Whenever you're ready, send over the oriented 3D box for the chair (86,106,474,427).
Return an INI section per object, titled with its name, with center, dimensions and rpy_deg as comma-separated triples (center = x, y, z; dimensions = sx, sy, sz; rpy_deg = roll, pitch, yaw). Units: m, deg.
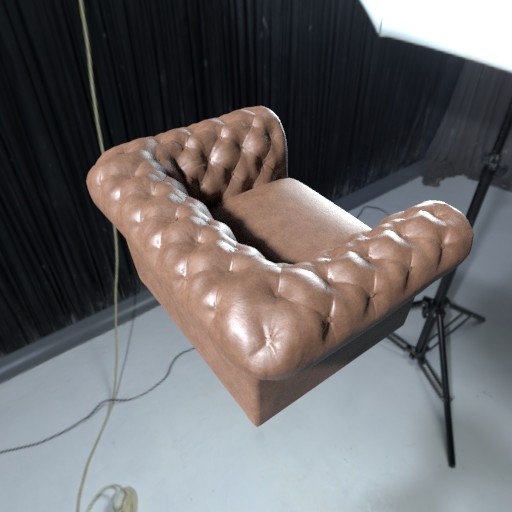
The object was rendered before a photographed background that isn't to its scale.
[chair]
center = 0.000, 0.000, 1.867
dimensions = 0.954, 0.784, 1.298
rpy_deg = -26, 47, -27
